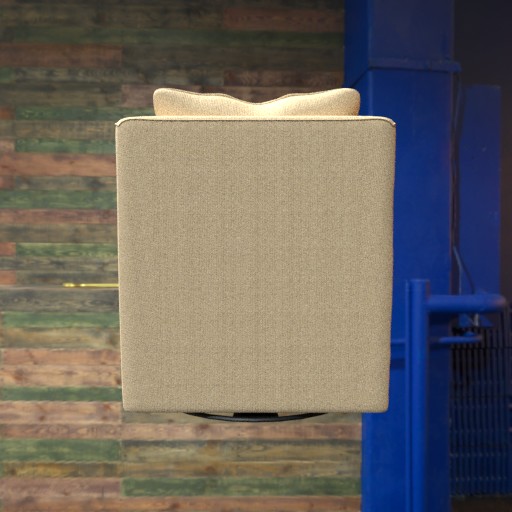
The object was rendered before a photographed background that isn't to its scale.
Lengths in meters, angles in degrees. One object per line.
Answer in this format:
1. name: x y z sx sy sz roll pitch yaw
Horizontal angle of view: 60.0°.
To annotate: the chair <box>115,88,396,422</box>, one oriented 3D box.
1. chair: 0.000 0.000 1.579 0.760 0.927 0.876 0 0 0
